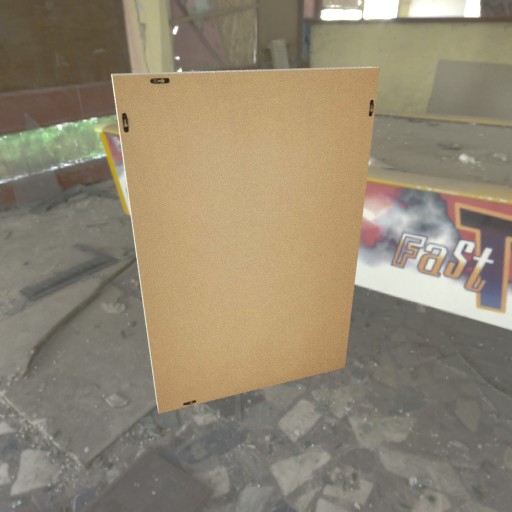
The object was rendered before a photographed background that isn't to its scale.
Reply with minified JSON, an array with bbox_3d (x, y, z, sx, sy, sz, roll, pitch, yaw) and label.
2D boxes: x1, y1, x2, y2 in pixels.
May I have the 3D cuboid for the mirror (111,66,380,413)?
[{"bbox_3d":[0.000,0.000,1.181,0.609,0.914,0.041,-9,28,-17],"label":"mirror"}]
